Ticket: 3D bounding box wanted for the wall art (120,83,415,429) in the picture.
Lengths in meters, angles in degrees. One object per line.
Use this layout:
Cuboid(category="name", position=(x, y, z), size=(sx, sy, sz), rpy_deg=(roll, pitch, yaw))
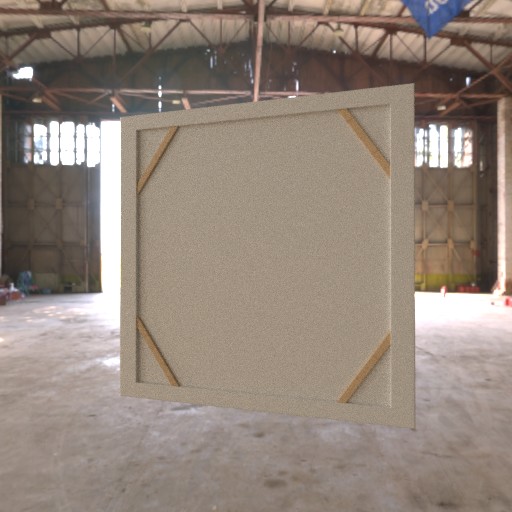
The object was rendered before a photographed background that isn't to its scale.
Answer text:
Cuboid(category="wall art", position=(0.000, 0.000, 0.602), size=(0.405, 0.407, 0.038), rpy_deg=(0, 0, 18))
